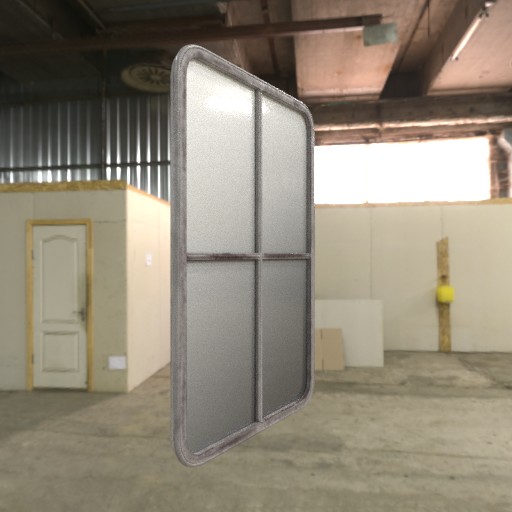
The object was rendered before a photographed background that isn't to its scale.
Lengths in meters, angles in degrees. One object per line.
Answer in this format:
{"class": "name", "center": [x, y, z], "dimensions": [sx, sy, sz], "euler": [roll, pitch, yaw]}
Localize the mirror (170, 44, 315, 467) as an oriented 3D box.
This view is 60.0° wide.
{"class": "mirror", "center": [0.000, 0.000, 0.897], "dimensions": [0.024, 0.713, 0.461], "euler": [0, 0, 36]}
